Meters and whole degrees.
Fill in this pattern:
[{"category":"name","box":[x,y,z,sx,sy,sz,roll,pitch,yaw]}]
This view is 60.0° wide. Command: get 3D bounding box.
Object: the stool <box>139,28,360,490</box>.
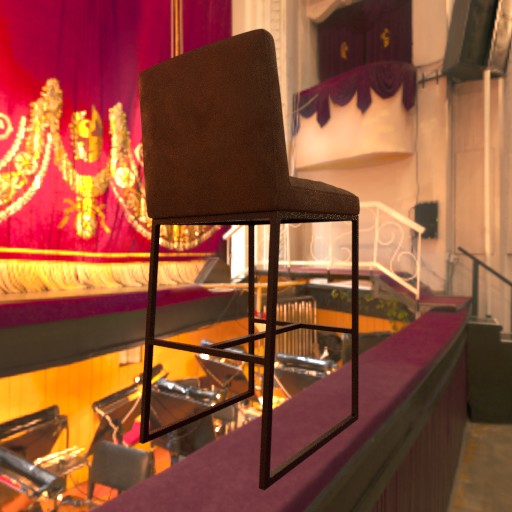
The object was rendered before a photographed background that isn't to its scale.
[{"category":"stool","box":[0.000,0.000,1.352,0.463,1.065,0.562,0,0,36]}]
